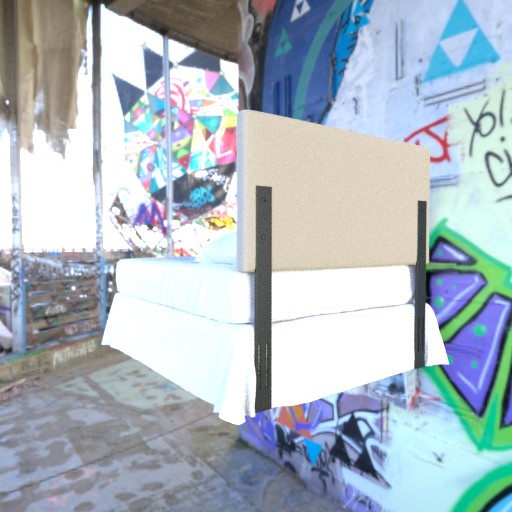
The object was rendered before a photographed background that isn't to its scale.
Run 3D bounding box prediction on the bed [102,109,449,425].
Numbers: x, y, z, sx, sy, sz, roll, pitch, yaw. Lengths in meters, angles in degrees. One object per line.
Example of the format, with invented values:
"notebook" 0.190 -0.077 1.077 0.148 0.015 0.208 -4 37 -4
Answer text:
"bed" 0.000 0.000 3.556 1.936 1.577 2.222 -1 2 -36
